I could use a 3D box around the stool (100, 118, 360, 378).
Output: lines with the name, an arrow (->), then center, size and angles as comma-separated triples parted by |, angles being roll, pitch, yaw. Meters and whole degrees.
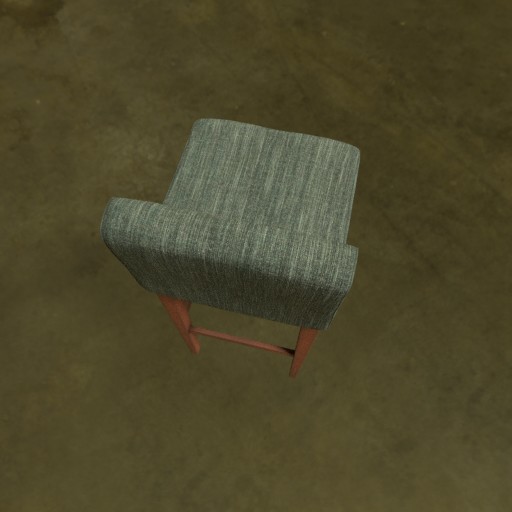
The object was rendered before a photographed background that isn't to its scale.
stool -> 0.000, 0.000, 1.226 | 0.426, 0.965, 0.499 | 12, 64, 6
